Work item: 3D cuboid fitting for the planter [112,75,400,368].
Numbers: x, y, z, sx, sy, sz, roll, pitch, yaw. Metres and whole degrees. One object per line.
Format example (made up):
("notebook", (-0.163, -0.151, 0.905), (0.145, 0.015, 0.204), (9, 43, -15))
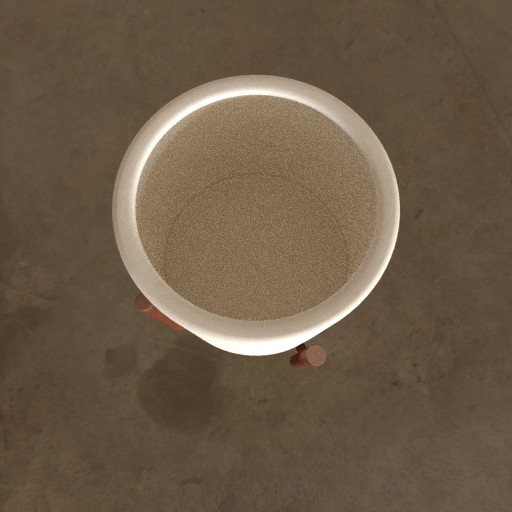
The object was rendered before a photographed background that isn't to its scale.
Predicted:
("planter", (0.000, 0.000, 0.515), (0.224, 0.358, 0.224), (17, 76, 4))
